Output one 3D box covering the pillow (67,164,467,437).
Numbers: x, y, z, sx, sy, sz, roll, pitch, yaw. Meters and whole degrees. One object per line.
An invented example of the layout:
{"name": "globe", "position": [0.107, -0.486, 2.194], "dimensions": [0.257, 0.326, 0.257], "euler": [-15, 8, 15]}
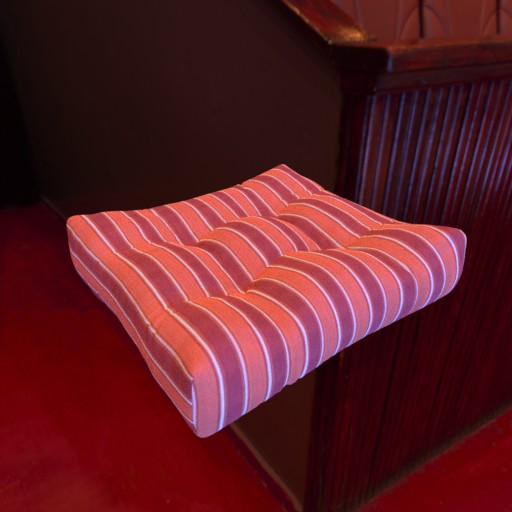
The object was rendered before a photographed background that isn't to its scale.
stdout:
{"name": "pillow", "position": [0.000, 0.000, 0.727], "dimensions": [0.490, 0.133, 0.468], "euler": [-20, 35, -31]}
